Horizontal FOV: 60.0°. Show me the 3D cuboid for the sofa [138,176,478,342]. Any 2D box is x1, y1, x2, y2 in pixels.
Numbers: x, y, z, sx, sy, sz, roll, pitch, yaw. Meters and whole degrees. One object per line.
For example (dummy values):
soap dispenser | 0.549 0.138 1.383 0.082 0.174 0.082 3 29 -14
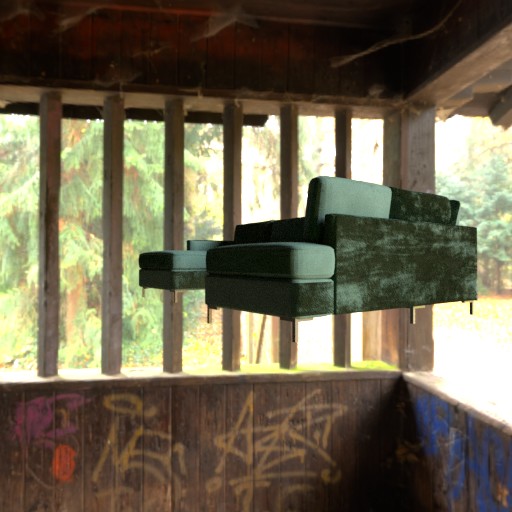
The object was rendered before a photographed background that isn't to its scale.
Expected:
sofa | 0.000 0.000 4.395 2.055 0.992 3.434 0 -1 -37
